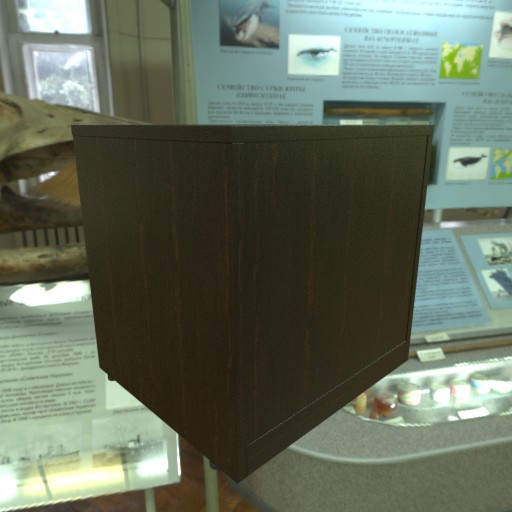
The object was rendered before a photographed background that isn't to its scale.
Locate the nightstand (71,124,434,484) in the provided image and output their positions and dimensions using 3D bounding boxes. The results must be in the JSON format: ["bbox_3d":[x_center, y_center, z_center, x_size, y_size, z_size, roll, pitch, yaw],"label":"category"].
[{"bbox_3d":[0.000,0.000,0.858,0.489,0.487,0.427,-16,23,-42],"label":"nightstand"}]
